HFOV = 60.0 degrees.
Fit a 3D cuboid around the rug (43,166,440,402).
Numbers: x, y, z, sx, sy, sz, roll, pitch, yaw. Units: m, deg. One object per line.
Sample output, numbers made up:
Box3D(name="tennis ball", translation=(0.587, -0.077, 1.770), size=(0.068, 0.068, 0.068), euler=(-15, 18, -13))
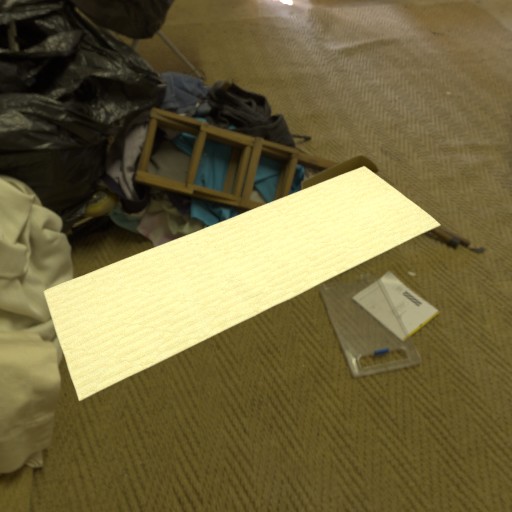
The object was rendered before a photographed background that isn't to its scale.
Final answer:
Box3D(name="rug", translation=(0.000, 0.000, 2.793), size=(2.450, 0.014, 0.793), euler=(-23, 51, -20))
